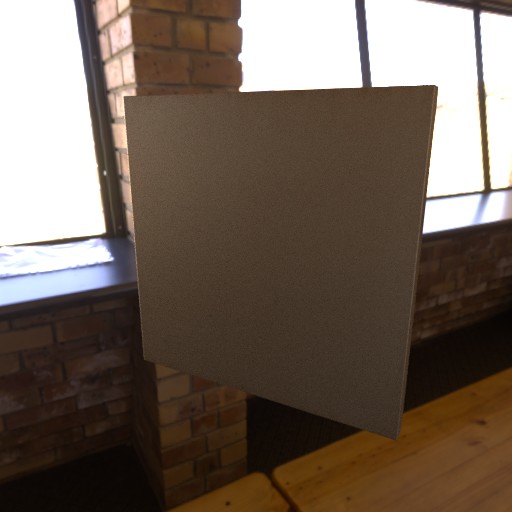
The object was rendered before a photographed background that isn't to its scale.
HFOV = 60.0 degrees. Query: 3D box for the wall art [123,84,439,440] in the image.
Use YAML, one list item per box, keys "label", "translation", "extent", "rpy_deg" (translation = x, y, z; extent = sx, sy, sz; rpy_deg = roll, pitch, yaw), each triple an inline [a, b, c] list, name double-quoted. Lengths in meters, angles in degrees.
- label: "wall art"
  translation: [0.000, 0.000, 0.727]
  extent: [0.503, 0.506, 0.030]
  rpy_deg: [9, 19, 27]
